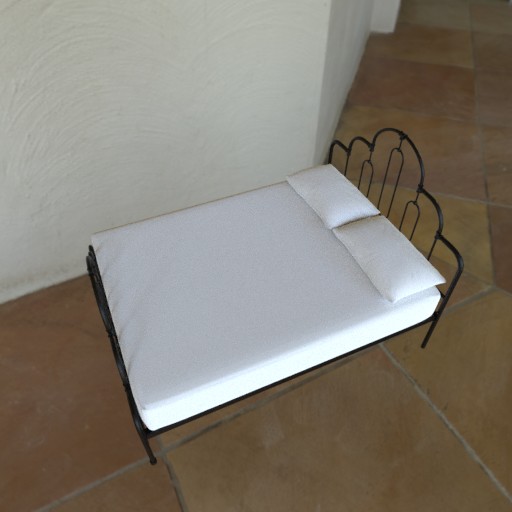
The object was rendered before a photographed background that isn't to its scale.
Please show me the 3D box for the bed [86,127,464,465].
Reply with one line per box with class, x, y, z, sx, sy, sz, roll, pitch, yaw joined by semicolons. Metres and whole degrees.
bed;0.000;0.000;3.148;2.181;1.444;1.626;-18;48;-17
